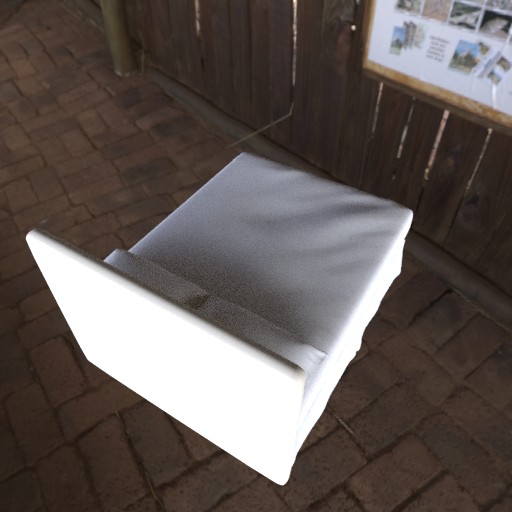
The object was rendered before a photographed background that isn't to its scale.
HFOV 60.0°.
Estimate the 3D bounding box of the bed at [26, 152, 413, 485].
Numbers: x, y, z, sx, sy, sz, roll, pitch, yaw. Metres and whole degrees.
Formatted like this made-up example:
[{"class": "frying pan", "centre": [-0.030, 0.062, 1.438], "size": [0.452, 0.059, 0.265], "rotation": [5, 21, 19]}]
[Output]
[{"class": "bed", "centre": [0.000, 0.000, 3.137], "size": [1.714, 1.330, 2.147], "rotation": [24, 50, 22]}]
